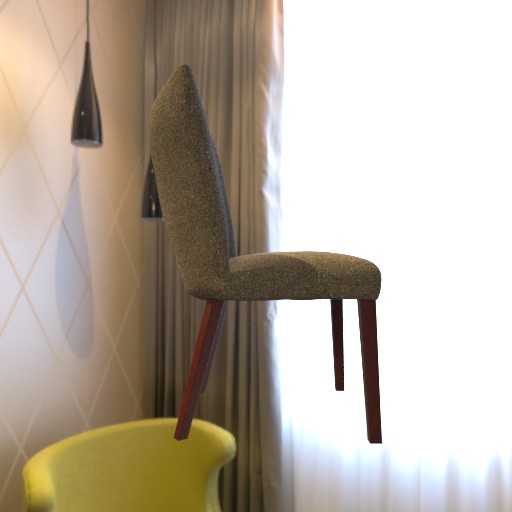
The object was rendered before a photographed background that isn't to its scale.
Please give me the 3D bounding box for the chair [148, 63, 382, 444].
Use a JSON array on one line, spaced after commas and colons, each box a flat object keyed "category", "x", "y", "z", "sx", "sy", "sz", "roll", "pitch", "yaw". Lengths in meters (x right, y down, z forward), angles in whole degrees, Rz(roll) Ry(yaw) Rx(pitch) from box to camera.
[{"category": "chair", "x": 0.000, "y": 0.000, "z": 1.320, "sx": 0.623, "sy": 0.924, "sz": 0.535, "roll": 0, "pitch": -1, "yaw": 0}]
